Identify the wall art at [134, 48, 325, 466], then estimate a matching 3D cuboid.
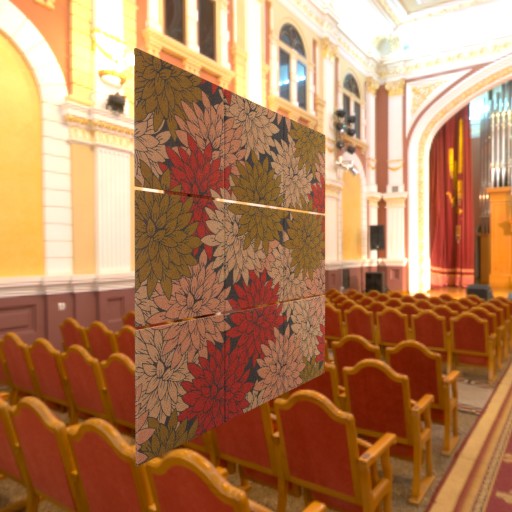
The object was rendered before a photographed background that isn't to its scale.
[{"bbox_3d":[0.000,0.000,2.244,0.013,1.534,1.519,1,1,35],"label":"wall art"}]
